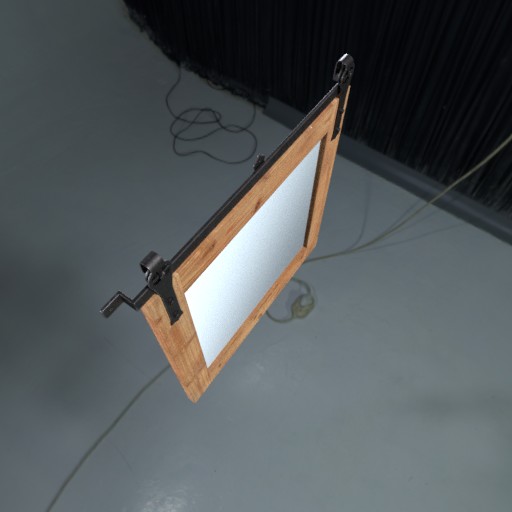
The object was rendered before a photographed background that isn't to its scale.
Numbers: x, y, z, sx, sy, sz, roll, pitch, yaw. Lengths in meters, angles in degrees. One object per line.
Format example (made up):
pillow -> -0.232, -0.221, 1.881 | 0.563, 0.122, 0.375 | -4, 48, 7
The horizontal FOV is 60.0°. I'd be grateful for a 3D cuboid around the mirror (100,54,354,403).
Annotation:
mirror -> 0.000, 0.000, 1.176 | 0.054, 0.800, 0.805 | 31, 64, 18
